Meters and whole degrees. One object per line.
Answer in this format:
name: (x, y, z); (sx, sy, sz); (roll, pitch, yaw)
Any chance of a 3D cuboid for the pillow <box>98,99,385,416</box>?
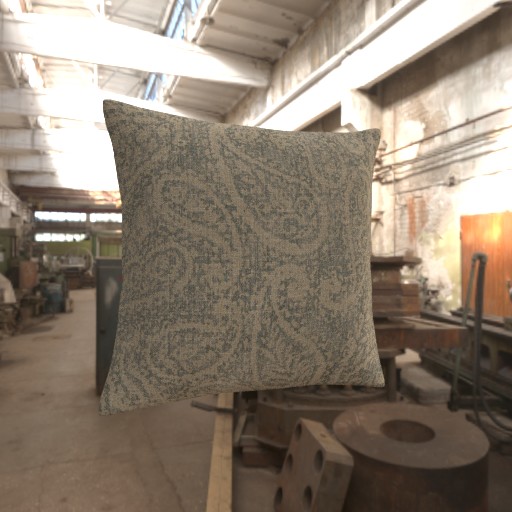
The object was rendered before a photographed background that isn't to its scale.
pillow: (0.000, 0.000, 0.789); (0.526, 0.507, 0.166); (0, -1, -19)
